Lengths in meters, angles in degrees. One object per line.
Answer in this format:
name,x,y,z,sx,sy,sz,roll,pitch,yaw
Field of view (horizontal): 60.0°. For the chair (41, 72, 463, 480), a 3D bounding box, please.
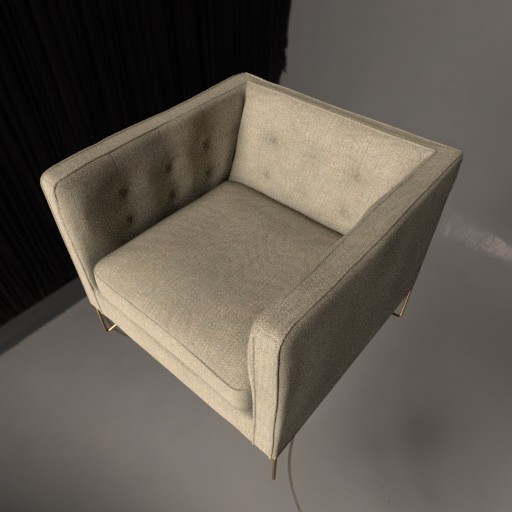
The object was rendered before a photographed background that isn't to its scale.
chair,0.000,0.000,1.568,0.920,0.799,0.912,31,53,27
